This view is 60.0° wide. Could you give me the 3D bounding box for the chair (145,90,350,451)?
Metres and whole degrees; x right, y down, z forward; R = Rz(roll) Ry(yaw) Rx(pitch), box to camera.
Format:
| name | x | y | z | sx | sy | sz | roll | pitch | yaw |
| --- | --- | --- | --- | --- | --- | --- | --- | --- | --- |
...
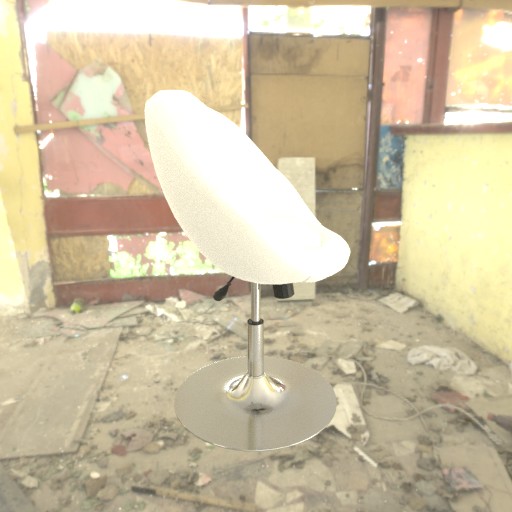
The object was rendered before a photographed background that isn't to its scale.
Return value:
| name | x | y | z | sx | sy | sz | roll | pitch | yaw |
| --- | --- | --- | --- | --- | --- | --- | --- | --- | --- |
| chair | 0.000 | 0.000 | 1.777 | 0.736 | 1.261 | 0.940 | 3 | 15 | 10 |
